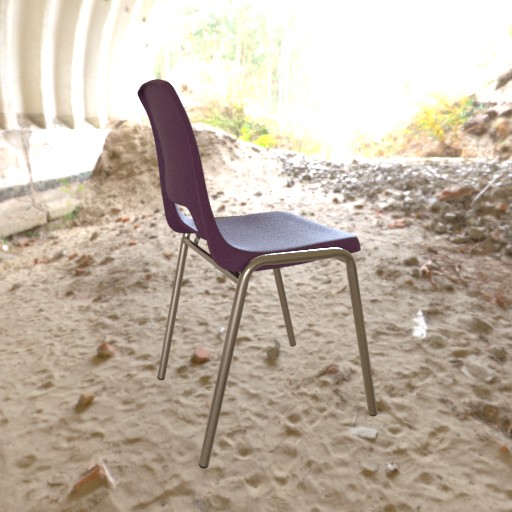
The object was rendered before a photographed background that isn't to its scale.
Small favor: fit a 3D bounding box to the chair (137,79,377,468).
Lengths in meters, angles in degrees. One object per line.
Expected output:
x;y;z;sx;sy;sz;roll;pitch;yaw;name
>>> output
0.000;0.000;0.972;0.432;0.704;0.381;-8;18;-24;chair
